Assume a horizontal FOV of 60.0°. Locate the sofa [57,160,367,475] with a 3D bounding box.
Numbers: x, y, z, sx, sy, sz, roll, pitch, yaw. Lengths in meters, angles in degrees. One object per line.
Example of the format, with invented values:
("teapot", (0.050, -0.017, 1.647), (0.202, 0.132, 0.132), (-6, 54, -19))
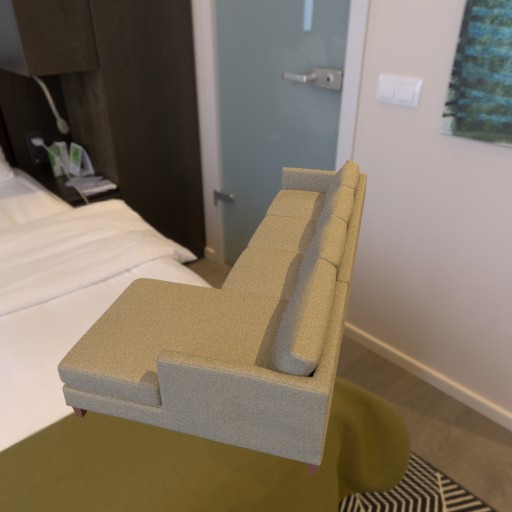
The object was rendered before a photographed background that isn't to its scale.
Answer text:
("sofa", (0.000, 0.000, 3.756), (1.625, 0.861, 3.186), (8, 31, 13))
